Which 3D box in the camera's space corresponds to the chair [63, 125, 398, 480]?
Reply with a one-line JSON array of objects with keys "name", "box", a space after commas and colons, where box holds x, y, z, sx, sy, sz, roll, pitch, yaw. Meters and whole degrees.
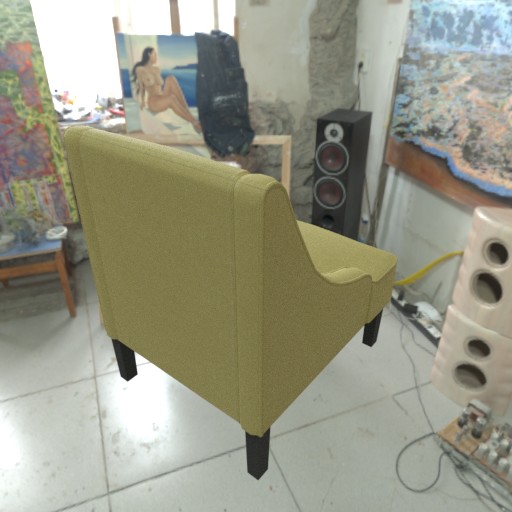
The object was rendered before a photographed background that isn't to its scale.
[{"name": "chair", "box": [0.000, 0.000, 1.469, 0.696, 0.896, 0.814, 22, 37, 33]}]
